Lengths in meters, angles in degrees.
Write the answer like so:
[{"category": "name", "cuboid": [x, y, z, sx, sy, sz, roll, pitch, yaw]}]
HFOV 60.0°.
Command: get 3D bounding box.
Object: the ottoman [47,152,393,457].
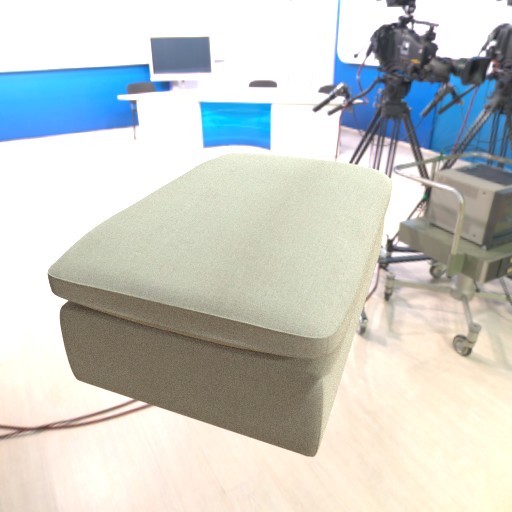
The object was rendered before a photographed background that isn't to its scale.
[{"category": "ottoman", "cuboid": [0.000, 0.000, 1.339, 0.686, 0.453, 0.984, 11, 30, 19]}]
